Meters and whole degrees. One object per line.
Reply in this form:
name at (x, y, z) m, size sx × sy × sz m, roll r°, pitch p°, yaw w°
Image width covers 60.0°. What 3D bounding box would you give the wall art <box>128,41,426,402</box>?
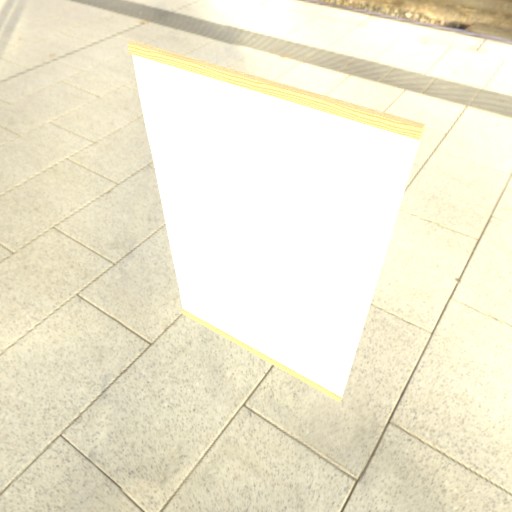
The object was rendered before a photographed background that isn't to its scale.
wall art at (0.000, 0.000, 1.860) m, size 1.011 × 1.521 × 0.025 m, roll 25°, pitch 51°, yaw 22°
